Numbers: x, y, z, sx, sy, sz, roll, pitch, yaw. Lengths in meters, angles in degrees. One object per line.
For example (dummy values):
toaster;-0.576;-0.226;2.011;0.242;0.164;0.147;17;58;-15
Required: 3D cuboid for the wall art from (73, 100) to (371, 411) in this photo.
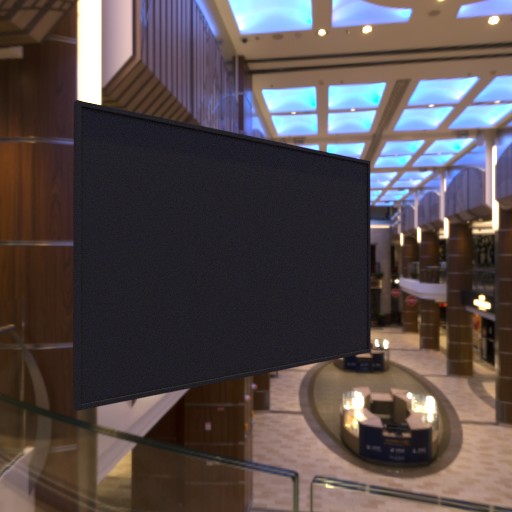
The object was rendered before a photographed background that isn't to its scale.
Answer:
wall art;0.000;0.000;1.515;1.190;0.805;0.028;0;0;-37
